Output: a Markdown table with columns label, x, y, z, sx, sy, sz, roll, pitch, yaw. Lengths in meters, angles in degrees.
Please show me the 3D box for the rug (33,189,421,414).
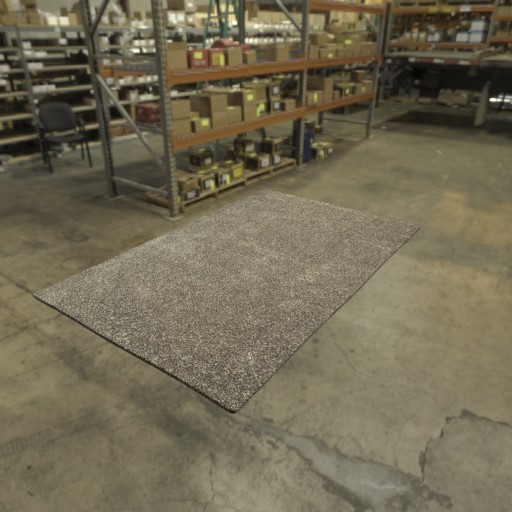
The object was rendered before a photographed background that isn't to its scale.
| label | x | y | z | sx | sy | sz | roll | pitch | yaw |
| --- | --- | --- | --- | --- | --- | --- | --- | --- | --- |
| rug | 0.000 | 0.000 | 3.016 | 1.502 | 0.025 | 2.350 | 18 | 32 | 32 |
